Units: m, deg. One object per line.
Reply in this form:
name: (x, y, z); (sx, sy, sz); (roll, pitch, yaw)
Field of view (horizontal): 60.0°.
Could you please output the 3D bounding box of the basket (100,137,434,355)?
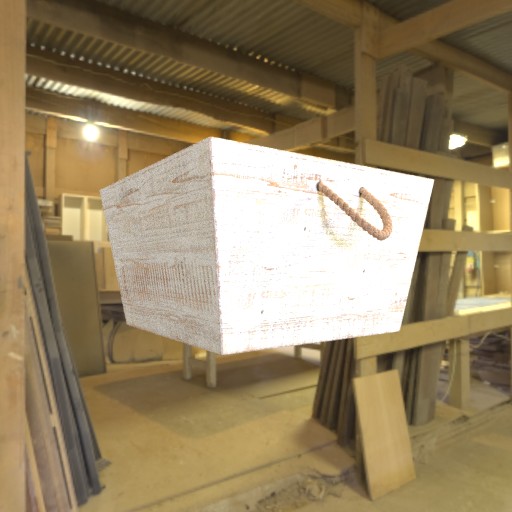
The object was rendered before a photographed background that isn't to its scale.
basket: (0.000, 0.000, 0.762); (0.413, 0.247, 0.545); (1, -2, -35)
